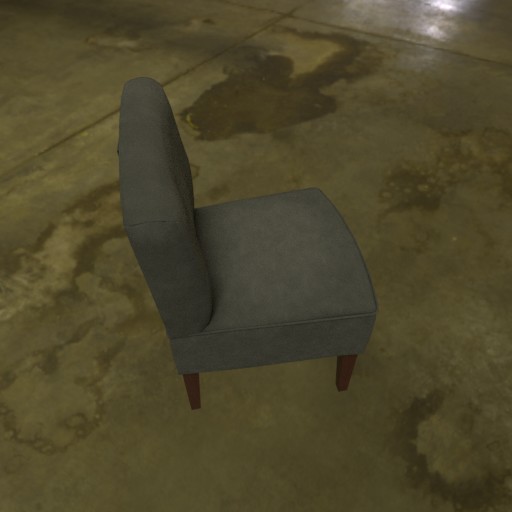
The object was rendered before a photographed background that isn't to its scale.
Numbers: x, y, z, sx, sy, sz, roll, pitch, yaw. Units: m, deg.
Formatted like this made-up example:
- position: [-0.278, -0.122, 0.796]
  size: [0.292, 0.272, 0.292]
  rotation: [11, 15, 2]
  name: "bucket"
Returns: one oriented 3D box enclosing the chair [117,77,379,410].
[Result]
- position: [0.000, 0.000, 1.185]
  size: [0.554, 0.806, 0.521]
  rotation: [-8, 47, -8]
  name: "chair"
